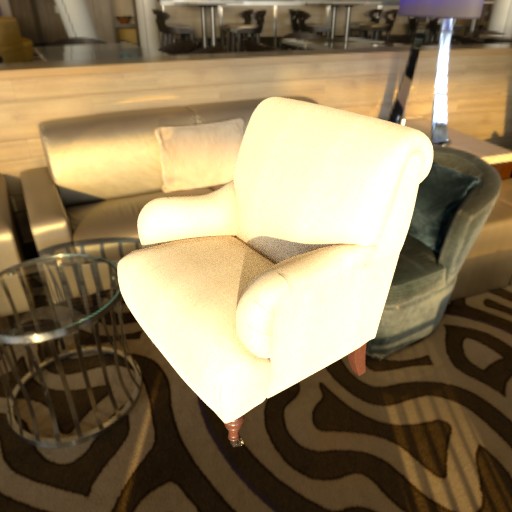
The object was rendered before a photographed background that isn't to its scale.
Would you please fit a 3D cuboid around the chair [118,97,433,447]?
[{"bbox_3d":[0.000,0.000,1.578,0.842,0.944,0.766,-20,35,-31],"label":"chair"}]
